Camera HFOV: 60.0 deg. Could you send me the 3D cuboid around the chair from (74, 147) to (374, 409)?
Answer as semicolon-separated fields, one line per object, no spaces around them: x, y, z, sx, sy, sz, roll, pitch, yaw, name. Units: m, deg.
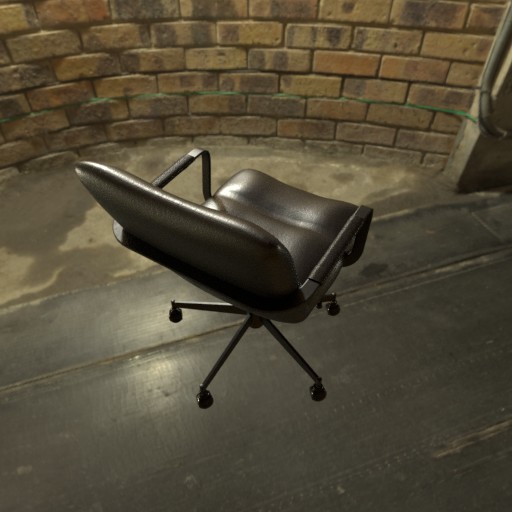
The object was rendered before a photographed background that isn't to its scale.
0.000;0.000;1.479;0.719;0.922;0.748;24;49;22;chair
